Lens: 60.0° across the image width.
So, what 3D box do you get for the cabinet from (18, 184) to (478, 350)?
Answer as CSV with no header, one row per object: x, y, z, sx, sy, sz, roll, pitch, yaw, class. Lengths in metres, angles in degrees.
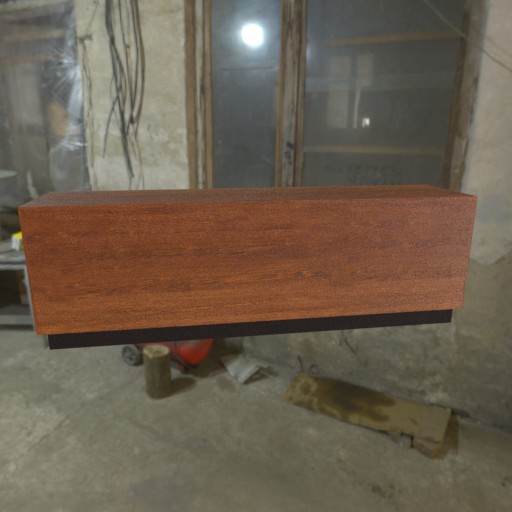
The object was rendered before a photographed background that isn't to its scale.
0.000,0.000,1.797,1.600,0.510,0.419,-2,16,-8,cabinet
